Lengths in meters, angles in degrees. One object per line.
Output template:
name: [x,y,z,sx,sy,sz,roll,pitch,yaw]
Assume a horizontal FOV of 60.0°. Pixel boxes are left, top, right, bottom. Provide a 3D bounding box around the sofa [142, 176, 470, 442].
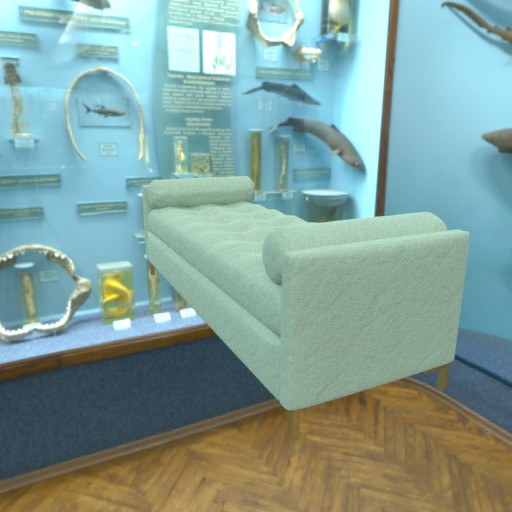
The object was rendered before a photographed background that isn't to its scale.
sofa: [0.000,0.000,2.447,0.796,0.705,2.102,-7,17,-25]
